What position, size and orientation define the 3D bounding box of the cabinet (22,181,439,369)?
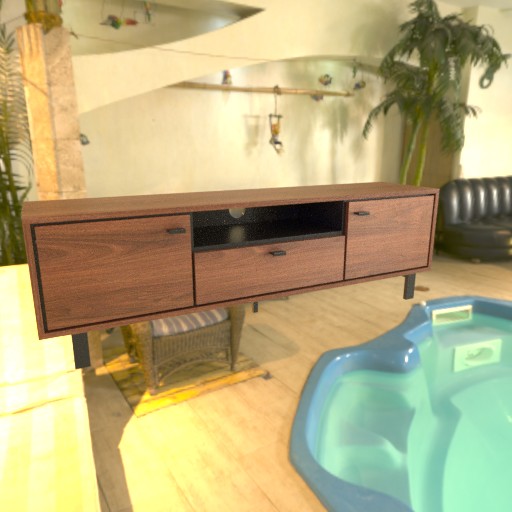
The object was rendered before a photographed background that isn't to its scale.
[{"bbox_3d":[0.000,0.000,1.820,1.650,0.500,0.400,-7,17,-26],"label":"cabinet"}]
